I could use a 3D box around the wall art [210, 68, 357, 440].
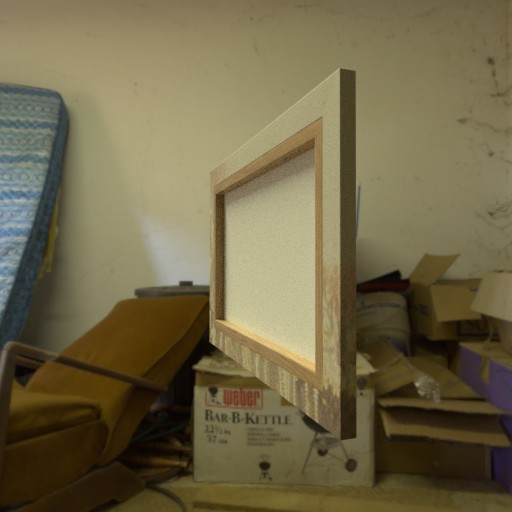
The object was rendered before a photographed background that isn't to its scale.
[{"bbox_3d":[0.000,0.000,1.445,0.041,0.758,1.142,0,-1,-19],"label":"wall art"}]
